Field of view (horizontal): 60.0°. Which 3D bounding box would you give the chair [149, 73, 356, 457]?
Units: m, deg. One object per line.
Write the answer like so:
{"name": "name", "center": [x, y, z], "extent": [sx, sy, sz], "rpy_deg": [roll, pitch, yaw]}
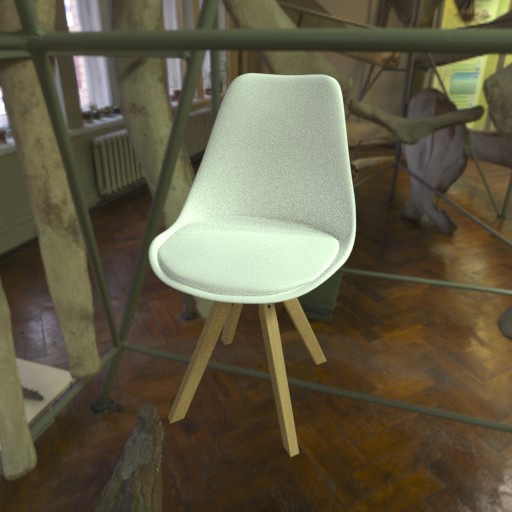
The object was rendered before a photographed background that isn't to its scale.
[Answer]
{"name": "chair", "center": [0.000, 0.000, 1.154], "extent": [0.485, 0.849, 0.550], "rpy_deg": [8, 27, 17]}
